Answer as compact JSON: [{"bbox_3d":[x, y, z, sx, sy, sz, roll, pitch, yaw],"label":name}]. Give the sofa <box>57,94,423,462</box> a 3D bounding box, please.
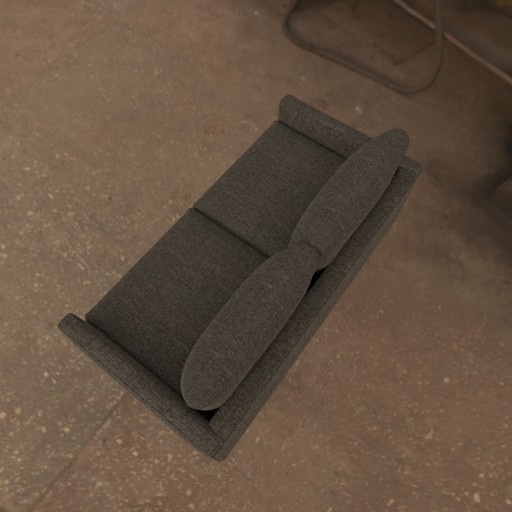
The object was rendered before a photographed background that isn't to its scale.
[{"bbox_3d":[0.000,0.000,2.210,0.866,0.862,1.716,34,68,16],"label":"sofa"}]
